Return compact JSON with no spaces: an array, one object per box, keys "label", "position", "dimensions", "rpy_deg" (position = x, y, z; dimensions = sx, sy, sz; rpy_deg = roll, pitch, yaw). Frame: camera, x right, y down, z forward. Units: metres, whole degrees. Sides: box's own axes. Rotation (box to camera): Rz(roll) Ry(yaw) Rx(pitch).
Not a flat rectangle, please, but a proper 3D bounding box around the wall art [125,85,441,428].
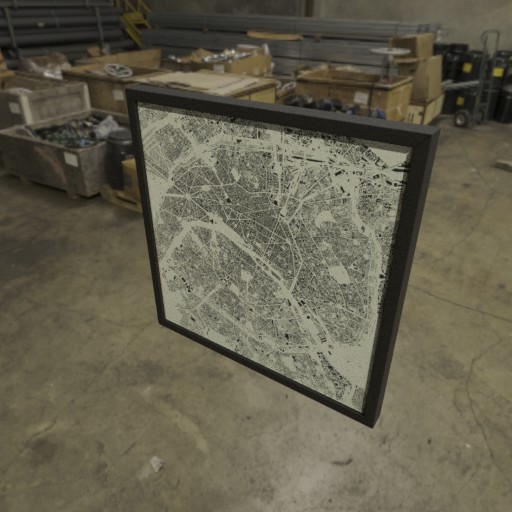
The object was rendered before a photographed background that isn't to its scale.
[{"label":"wall art","position":[0.000,0.000,0.767],"dimensions":[0.508,0.508,0.037],"rpy_deg":[19,36,29]}]
